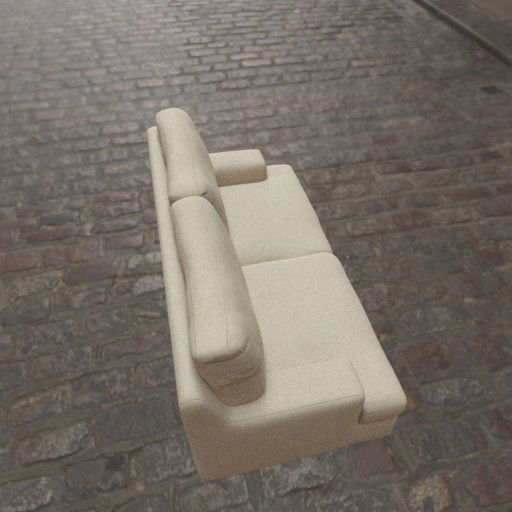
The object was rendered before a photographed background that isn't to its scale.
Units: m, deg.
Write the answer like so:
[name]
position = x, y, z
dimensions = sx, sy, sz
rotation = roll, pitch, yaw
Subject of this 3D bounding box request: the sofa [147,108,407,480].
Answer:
[sofa]
position = 0.000, 0.000, 2.394
dimensions = 0.962, 0.967, 1.885
rotation = -10, 47, -9
